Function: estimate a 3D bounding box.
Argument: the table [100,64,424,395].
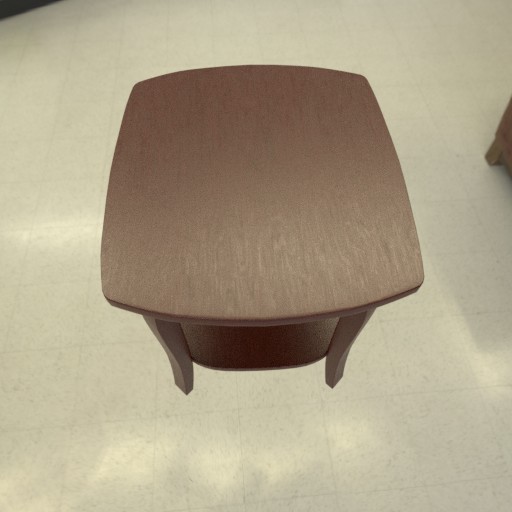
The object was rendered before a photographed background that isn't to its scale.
[{"bbox_3d":[0.000,0.000,0.870,0.433,0.496,0.502,-2,57,-1],"label":"table"}]
